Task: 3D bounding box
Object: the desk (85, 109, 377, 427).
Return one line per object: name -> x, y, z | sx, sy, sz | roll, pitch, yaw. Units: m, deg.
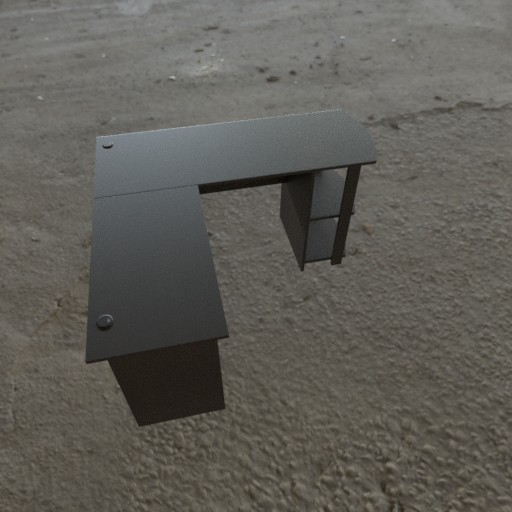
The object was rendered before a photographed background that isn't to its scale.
desk -> 0.000, 0.000, 2.158 | 1.361, 0.716, 1.303 | -9, 47, -8
